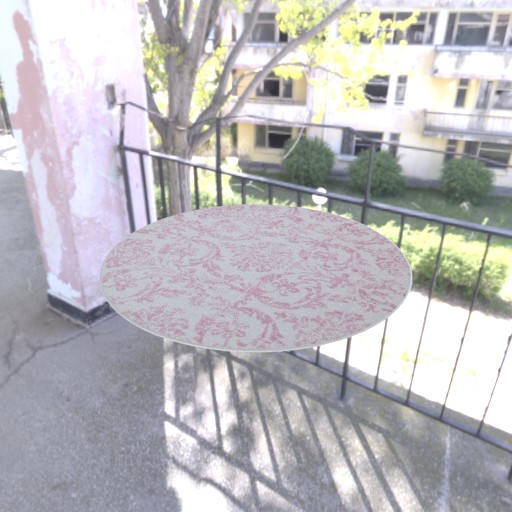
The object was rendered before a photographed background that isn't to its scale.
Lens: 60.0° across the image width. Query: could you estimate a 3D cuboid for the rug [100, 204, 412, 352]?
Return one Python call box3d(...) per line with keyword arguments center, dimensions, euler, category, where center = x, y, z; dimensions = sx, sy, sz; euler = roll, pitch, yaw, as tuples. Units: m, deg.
box3d(center=(0.000, 0.000, 2.366), dimensions=(1.593, 0.012, 1.593), euler=(0, 27, 0), category="rug")
